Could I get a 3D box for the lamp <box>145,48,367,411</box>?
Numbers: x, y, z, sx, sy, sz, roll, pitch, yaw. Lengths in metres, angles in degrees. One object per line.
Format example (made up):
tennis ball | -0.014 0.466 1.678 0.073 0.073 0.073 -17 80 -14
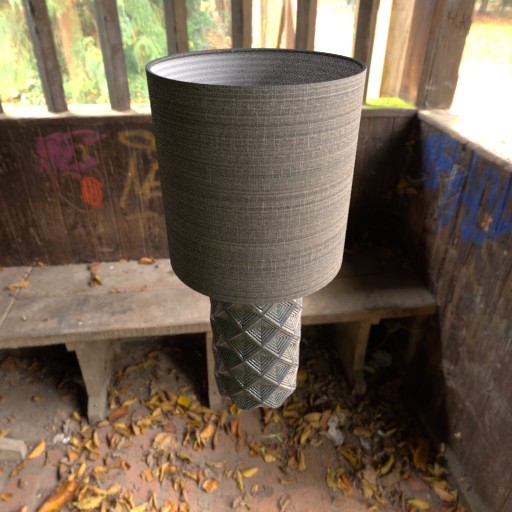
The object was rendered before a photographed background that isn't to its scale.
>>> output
lamp | 0.000 0.000 0.701 0.269 0.566 0.268 -21 38 -29
